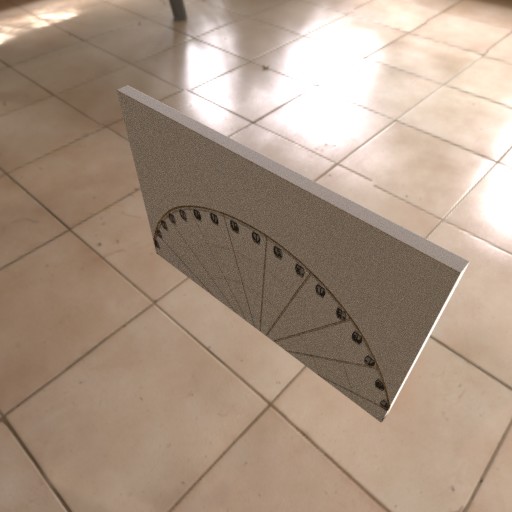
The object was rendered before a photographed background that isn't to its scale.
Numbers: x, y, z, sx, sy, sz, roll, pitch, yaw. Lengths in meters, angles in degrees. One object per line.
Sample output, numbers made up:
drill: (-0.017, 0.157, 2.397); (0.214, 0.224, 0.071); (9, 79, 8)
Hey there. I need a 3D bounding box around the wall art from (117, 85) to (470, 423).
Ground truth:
wall art: (0.000, 0.000, 1.133); (0.898, 0.601, 0.038); (33, 56, 27)
